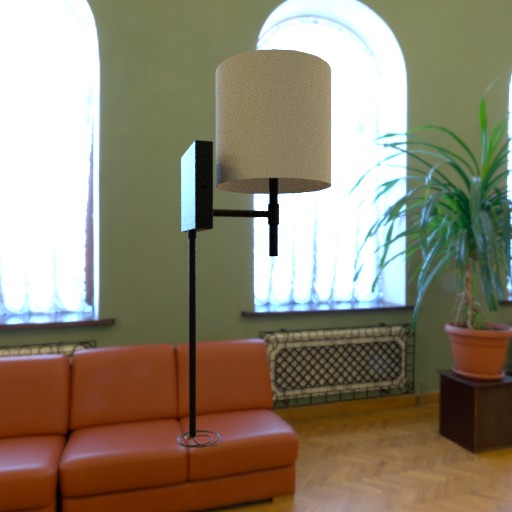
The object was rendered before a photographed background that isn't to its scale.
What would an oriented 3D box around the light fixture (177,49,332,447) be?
[{"bbox_3d":[0.000,0.000,0.716,0.248,0.589,0.188,0,1,-18],"label":"light fixture"}]
